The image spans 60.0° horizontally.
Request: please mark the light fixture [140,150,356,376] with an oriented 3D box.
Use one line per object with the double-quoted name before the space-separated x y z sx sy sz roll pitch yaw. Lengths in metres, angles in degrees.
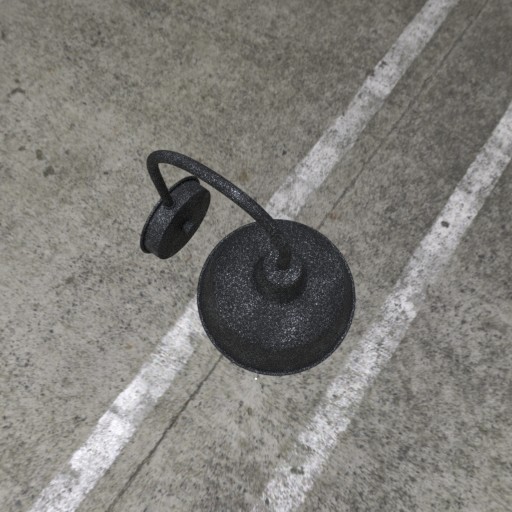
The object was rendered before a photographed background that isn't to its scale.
"light fixture" 0.000 0.000 0.490 0.283 0.300 0.216 34 77 9
